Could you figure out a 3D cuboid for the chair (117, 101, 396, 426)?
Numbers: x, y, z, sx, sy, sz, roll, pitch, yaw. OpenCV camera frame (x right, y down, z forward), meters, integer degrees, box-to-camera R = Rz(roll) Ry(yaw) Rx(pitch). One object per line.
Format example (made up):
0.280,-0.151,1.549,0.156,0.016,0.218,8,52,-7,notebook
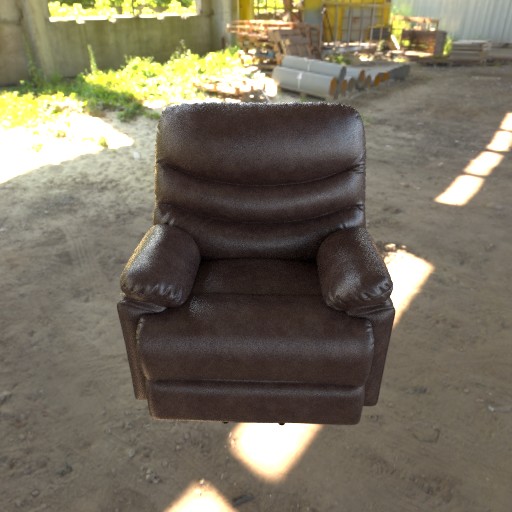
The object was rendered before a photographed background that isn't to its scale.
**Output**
0.000,0.000,1.714,0.940,1.041,0.879,1,29,2,chair
